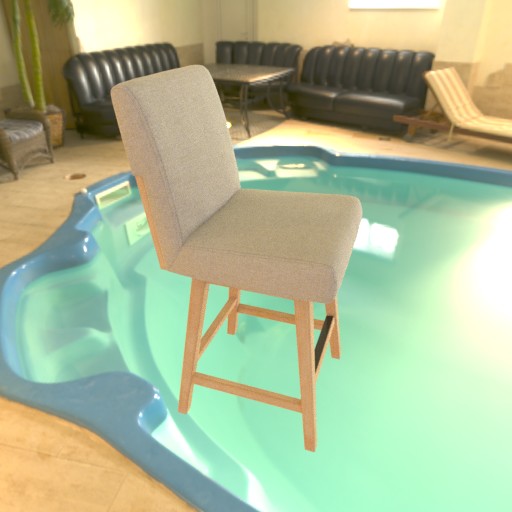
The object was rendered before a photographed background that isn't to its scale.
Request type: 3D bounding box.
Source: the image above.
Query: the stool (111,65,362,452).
[{"bbox_3d":[0.000,0.000,1.426,0.606,1.085,0.507,10,31,17],"label":"stool"}]
